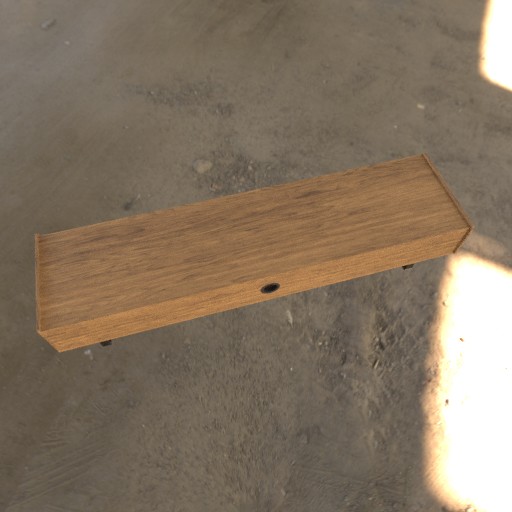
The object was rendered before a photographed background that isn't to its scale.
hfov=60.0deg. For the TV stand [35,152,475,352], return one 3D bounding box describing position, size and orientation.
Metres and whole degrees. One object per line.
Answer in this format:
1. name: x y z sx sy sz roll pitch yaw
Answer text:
1. TV stand: 0.000 0.000 2.043 1.796 0.415 0.467 -13 59 -8
